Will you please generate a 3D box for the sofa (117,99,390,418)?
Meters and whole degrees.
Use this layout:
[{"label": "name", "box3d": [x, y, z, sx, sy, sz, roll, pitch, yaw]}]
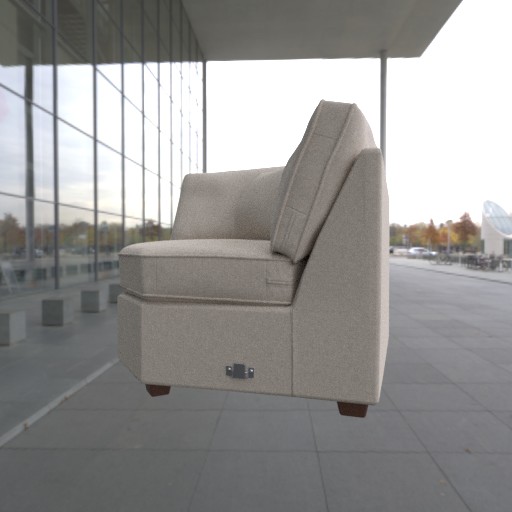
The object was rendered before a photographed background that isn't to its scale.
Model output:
[{"label": "sofa", "box3d": [0.000, 0.000, 1.853, 1.050, 0.937, 1.042, 0, 1, 18]}]
